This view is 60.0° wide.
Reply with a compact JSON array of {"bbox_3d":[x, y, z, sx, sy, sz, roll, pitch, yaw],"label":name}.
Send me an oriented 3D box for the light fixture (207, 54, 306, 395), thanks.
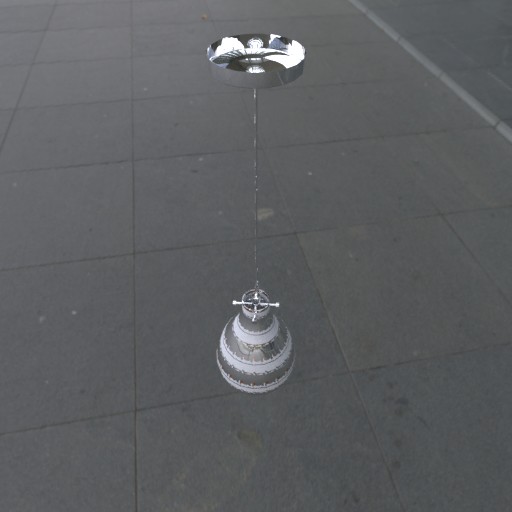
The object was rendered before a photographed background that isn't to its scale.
[{"bbox_3d":[0.000,0.000,1.627,0.374,1.457,0.374,3,46,3],"label":"light fixture"}]
